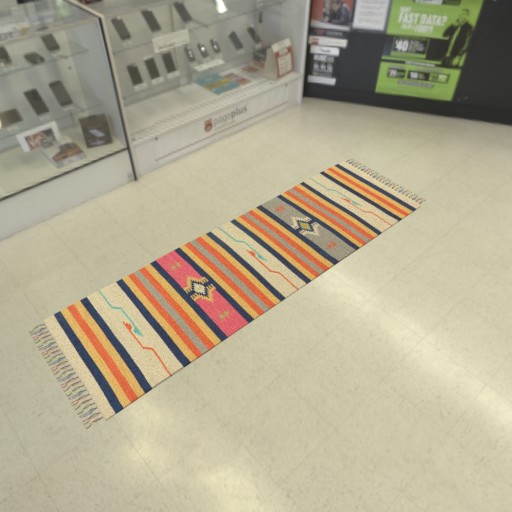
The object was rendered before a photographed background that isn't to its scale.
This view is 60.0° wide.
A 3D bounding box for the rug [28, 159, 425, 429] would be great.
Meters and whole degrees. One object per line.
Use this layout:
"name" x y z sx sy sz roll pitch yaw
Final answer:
"rug" 0.000 0.000 2.620 2.455 0.017 0.695 -31 53 -27
